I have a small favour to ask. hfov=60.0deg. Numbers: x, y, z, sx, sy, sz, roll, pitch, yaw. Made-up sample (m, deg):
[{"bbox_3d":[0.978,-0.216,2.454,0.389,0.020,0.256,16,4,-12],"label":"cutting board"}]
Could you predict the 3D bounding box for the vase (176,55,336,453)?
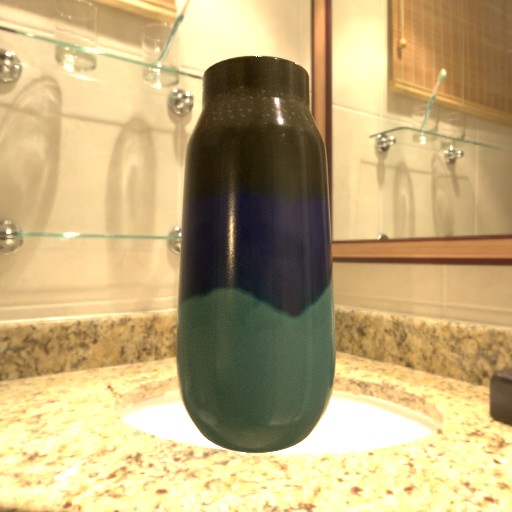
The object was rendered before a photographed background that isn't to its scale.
[{"bbox_3d":[0.000,0.000,0.389,0.139,0.313,0.139,0,1,0],"label":"vase"}]
